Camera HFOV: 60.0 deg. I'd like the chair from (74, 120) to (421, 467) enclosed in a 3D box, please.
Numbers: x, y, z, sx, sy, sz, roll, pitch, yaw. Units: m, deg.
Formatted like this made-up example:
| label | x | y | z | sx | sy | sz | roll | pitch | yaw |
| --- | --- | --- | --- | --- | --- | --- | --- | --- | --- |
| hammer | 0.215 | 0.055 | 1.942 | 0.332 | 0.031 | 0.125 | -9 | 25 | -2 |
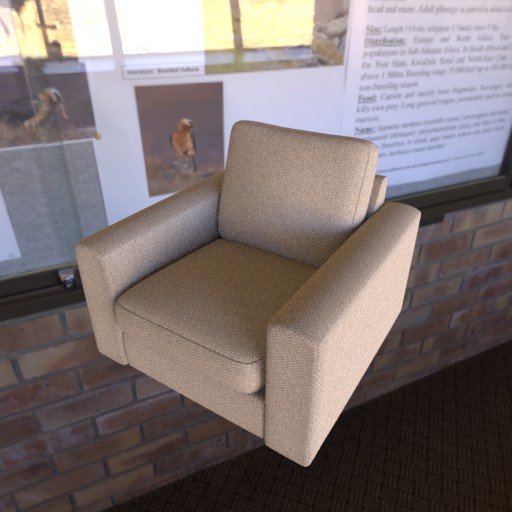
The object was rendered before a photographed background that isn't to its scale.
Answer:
| label | x | y | z | sx | sy | sz | roll | pitch | yaw |
| --- | --- | --- | --- | --- | --- | --- | --- | --- | --- |
| chair | 0.000 | 0.000 | 1.781 | 1.005 | 0.873 | 1.016 | 18 | 35 | 28 |
